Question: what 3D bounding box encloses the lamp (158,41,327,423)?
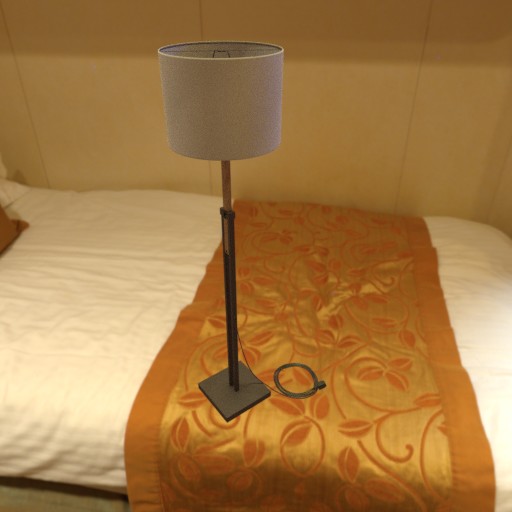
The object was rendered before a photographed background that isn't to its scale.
[{"bbox_3d":[0.000,0.000,1.920,0.639,1.650,0.474,-22,38,-31],"label":"lamp"}]
